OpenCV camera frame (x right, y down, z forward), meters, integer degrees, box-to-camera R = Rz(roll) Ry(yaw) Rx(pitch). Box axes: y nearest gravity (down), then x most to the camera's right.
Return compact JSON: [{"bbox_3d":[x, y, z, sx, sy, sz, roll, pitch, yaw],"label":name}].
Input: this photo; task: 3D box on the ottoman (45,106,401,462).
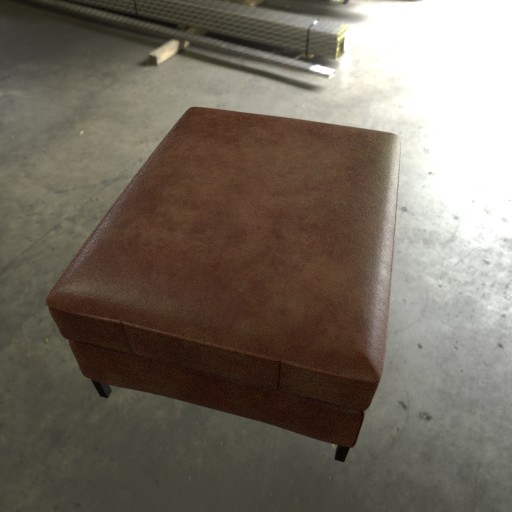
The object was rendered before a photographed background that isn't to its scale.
[{"bbox_3d":[0.000,0.000,1.749,0.965,0.667,1.186,11,48,10],"label":"ottoman"}]
